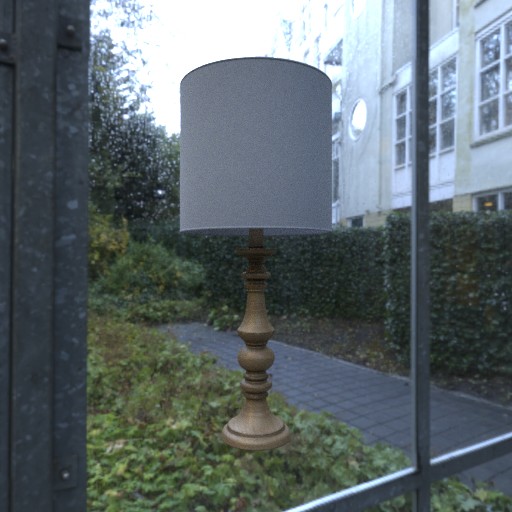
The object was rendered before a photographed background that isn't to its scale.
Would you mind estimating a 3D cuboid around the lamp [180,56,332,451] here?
[{"bbox_3d":[0.000,0.000,0.737,0.250,0.597,0.250,0,0,-18],"label":"lamp"}]
